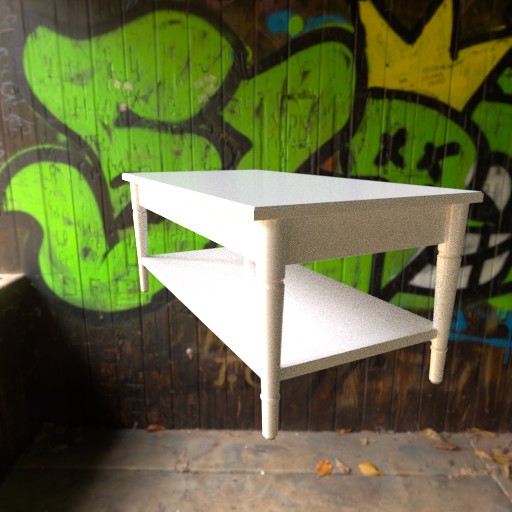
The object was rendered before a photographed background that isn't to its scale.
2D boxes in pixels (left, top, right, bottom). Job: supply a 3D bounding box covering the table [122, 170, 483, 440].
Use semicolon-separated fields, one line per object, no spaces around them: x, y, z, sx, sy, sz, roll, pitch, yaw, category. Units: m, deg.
0.000;0.000;1.349;0.559;0.457;1.067;-7;16;-26;table
